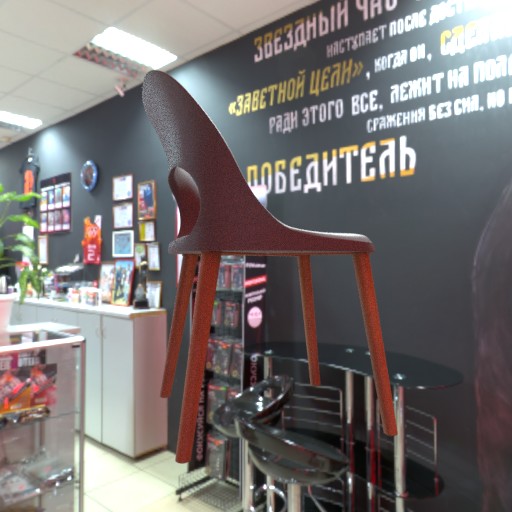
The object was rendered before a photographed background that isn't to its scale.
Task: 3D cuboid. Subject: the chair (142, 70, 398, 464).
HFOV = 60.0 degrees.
[{"bbox_3d":[0.000,0.000,1.114,0.556,0.795,0.470,0,-1,-16],"label":"chair"}]
